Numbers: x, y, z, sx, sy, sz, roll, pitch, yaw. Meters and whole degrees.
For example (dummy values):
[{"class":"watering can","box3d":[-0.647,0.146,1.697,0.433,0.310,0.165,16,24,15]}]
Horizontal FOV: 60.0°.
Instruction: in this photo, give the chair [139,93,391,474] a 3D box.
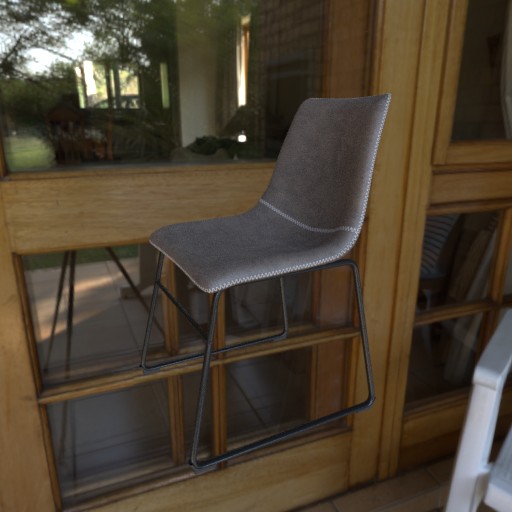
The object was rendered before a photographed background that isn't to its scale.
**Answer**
[{"class":"chair","box3d":[0.000,0.000,1.134,0.550,0.780,0.460,-9,19,-26]}]
